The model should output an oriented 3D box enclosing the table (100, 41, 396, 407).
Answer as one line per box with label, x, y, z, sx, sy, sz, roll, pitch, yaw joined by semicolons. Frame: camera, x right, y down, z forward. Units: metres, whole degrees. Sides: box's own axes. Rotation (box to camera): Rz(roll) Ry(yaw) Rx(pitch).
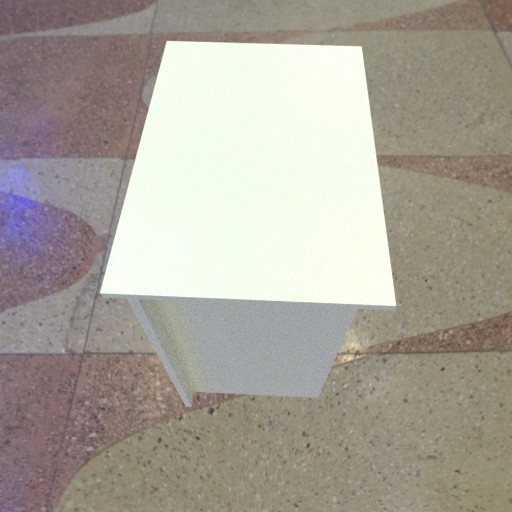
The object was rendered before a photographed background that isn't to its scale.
table;0.000;0.000;1.059;0.406;0.711;0.589;2;58;1
